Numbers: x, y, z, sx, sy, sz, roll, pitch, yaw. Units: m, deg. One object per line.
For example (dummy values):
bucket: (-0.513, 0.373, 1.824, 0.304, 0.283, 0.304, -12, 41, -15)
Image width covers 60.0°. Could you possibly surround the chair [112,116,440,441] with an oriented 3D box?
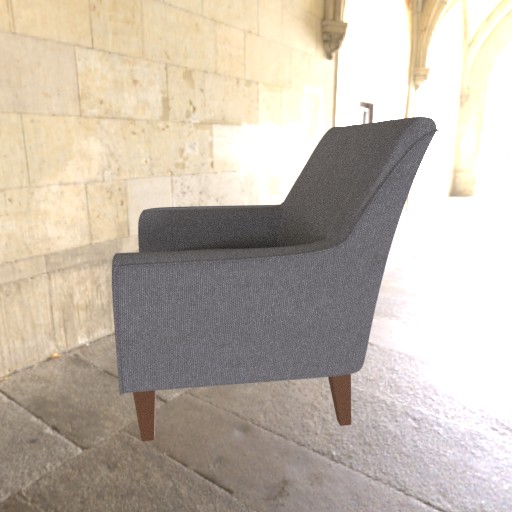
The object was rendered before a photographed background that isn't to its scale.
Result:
chair: (0.000, 0.000, 1.583, 0.899, 0.919, 0.780, -2, 14, -8)
